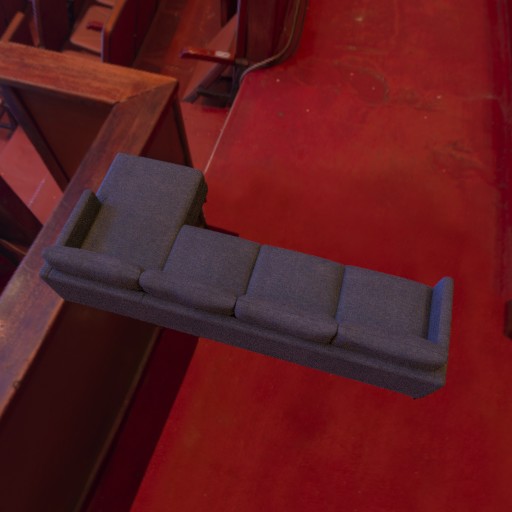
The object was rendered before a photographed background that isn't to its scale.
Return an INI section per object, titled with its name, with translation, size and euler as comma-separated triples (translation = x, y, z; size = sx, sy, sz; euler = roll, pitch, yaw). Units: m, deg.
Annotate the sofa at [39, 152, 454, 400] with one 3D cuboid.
[sofa]
translation = 0.000, 0.000, 3.456
size = 2.932, 0.810, 1.350
euler = 14, 64, 7
